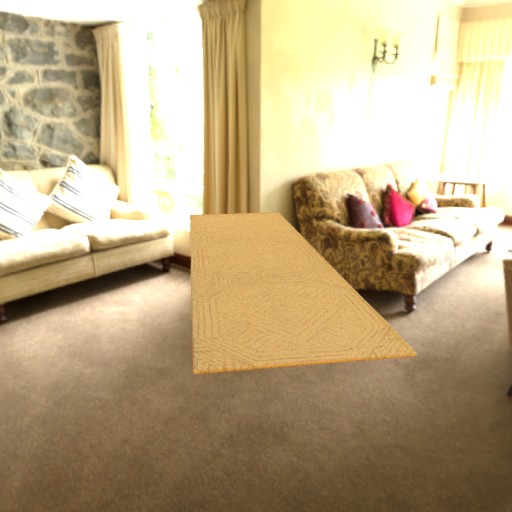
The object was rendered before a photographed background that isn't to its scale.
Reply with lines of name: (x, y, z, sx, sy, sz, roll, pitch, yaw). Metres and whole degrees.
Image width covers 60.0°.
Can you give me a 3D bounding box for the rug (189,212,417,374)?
rug: (0.000, 0.000, 2.637, 0.775, 0.012, 2.452, -3, 17, -8)
